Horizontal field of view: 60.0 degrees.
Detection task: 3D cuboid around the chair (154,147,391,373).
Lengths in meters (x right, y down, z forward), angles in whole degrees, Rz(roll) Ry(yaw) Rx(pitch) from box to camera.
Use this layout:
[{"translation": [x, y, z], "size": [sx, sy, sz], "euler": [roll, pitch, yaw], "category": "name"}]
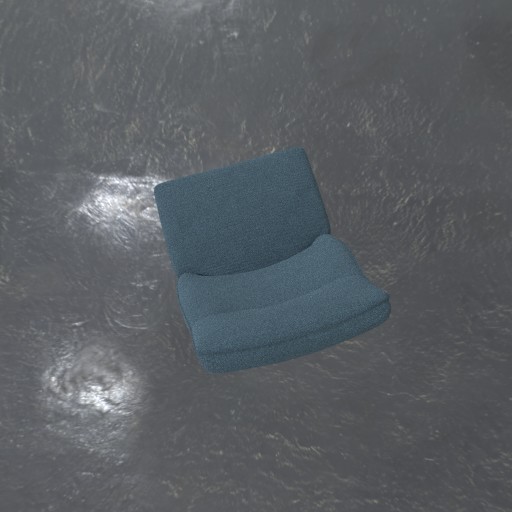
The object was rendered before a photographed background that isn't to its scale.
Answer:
[{"translation": [0.000, 0.000, 1.305], "size": [0.500, 0.930, 0.620], "euler": [-16, 76, -4], "category": "chair"}]
